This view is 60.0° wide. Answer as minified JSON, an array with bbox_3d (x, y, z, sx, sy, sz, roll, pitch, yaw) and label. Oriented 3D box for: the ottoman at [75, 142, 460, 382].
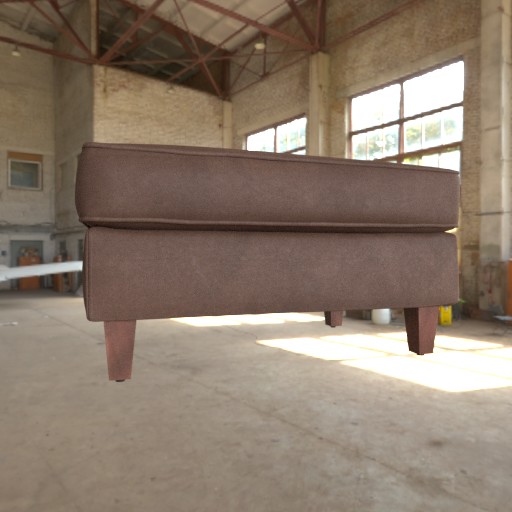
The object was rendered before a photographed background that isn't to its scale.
[{"bbox_3d":[0.000,0.000,1.174,0.860,0.481,0.596,0,0,-18],"label":"ottoman"}]
